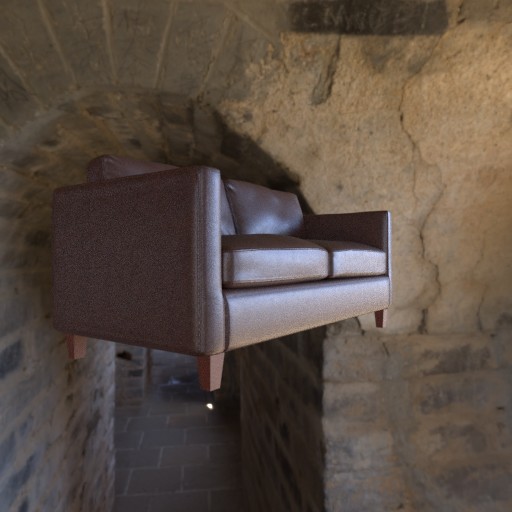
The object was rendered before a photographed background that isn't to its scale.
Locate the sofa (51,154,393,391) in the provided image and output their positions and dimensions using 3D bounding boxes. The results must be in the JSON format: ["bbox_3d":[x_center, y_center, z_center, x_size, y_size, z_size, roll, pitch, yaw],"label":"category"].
[{"bbox_3d":[0.000,0.000,2.462,0.951,0.933,1.883,0,0,36],"label":"sofa"}]
